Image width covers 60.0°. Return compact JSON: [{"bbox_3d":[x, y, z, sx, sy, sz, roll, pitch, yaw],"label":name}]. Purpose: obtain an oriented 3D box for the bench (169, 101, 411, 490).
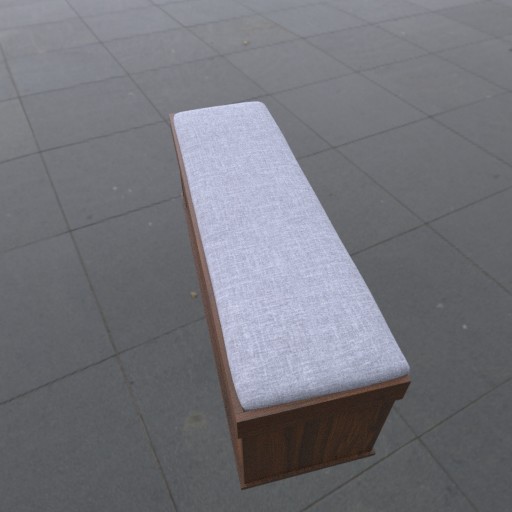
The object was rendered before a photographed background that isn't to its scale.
[{"bbox_3d":[0.000,0.000,1.391,0.367,0.468,1.196,-10,46,-10],"label":"bench"}]
